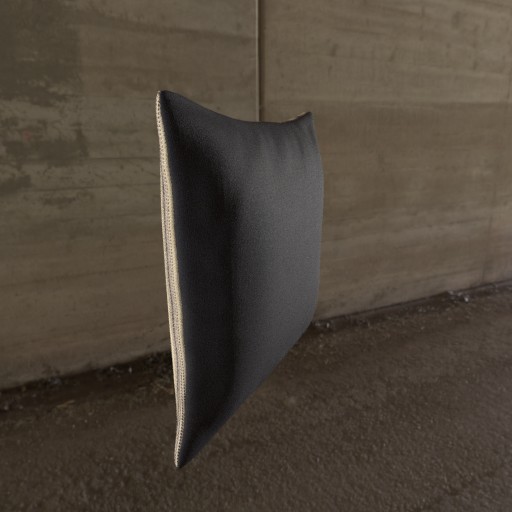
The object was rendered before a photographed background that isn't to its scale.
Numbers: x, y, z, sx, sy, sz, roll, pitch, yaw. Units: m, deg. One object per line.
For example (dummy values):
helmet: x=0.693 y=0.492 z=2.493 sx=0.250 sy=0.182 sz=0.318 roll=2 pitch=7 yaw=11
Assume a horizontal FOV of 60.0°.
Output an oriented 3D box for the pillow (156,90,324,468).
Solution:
pillow: x=0.000 y=0.000 z=0.782 sx=0.166 sy=0.508 sz=0.520 roll=7 pitch=17 yaw=24
